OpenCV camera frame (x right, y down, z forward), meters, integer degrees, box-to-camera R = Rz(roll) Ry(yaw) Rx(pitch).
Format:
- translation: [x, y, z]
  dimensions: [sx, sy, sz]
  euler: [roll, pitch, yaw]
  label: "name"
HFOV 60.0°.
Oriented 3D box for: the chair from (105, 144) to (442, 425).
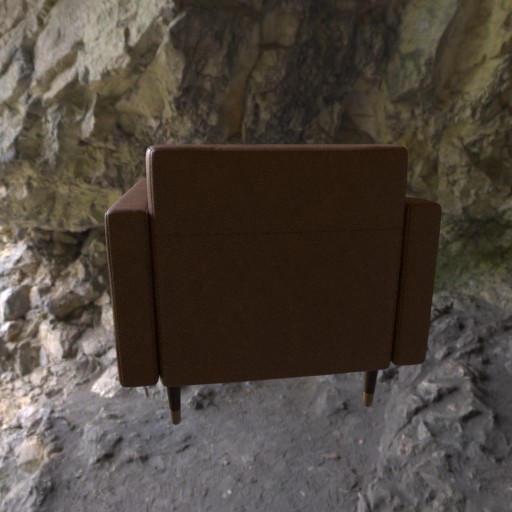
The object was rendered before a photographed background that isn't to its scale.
- translation: [0.000, 0.000, 1.659]
  dimensions: [0.953, 0.819, 0.998]
  euler: [-2, 15, -8]
  label: "chair"
